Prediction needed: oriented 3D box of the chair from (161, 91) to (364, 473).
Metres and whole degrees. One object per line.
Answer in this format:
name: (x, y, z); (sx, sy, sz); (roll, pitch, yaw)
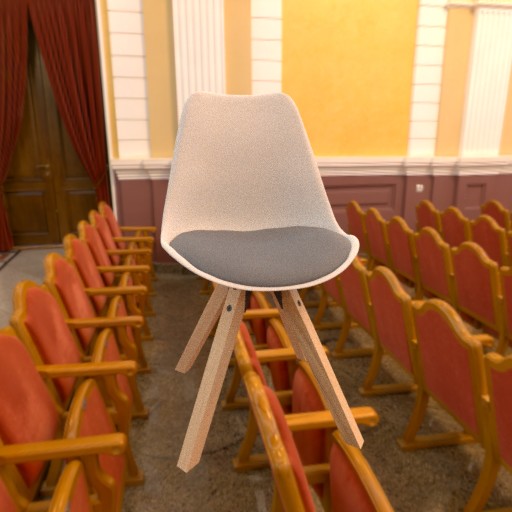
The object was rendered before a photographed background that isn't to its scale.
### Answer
chair: (0.000, 0.000, 1.165); (0.485, 0.850, 0.550); (-3, 16, -10)
